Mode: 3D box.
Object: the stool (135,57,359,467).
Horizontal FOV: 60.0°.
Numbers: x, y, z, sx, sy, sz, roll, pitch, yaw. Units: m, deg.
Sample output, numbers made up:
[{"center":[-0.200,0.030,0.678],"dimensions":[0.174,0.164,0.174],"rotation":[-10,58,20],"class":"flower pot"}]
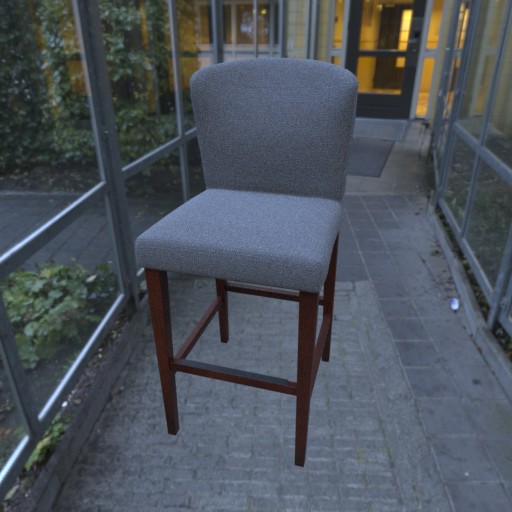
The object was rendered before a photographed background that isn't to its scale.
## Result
[{"center":[0.000,0.000,1.329],"dimensions":[0.486,1.069,0.568],"rotation":[7,27,15],"class":"stool"}]
